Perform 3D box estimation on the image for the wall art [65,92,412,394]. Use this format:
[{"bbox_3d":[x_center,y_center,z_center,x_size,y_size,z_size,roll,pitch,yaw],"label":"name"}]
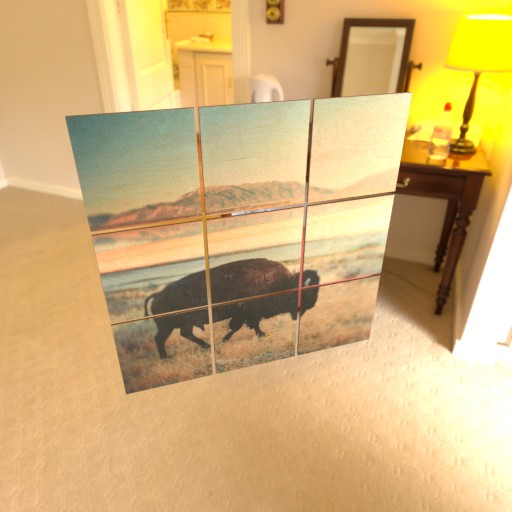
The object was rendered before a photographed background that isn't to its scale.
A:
[{"bbox_3d":[0.000,0.000,2.293,1.533,1.532,0.019,-9,32,-15],"label":"wall art"}]
